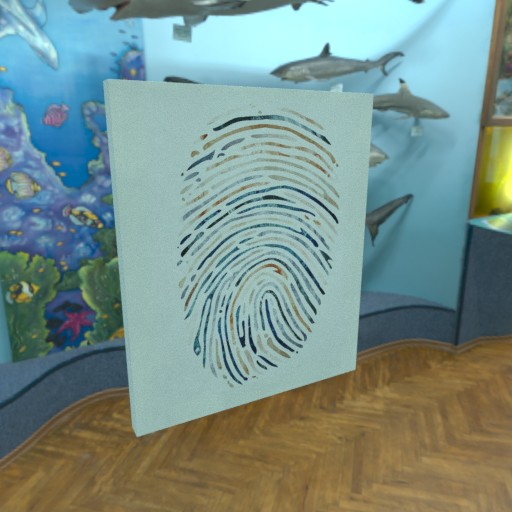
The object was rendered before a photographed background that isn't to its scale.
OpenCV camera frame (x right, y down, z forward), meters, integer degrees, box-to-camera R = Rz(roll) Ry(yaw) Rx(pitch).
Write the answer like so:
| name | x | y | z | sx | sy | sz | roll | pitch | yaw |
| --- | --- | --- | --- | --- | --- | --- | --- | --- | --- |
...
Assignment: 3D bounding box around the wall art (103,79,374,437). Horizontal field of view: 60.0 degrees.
| name | x | y | z | sx | sy | sz | roll | pitch | yaw |
| --- | --- | --- | --- | --- | --- | --- | --- | --- | --- |
| wall art | 0.000 | 0.000 | 0.853 | 0.508 | 0.606 | 0.037 | -8 | 17 | -27 |
